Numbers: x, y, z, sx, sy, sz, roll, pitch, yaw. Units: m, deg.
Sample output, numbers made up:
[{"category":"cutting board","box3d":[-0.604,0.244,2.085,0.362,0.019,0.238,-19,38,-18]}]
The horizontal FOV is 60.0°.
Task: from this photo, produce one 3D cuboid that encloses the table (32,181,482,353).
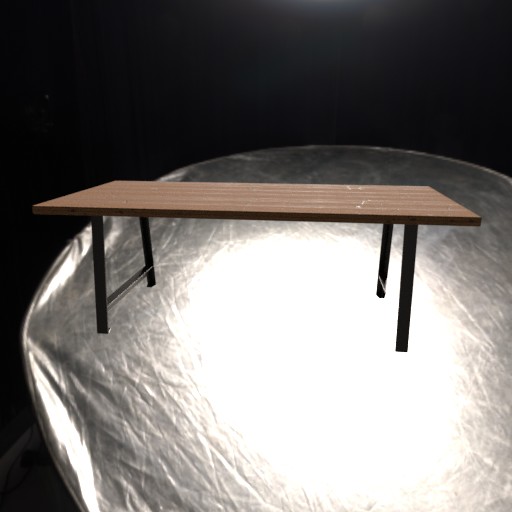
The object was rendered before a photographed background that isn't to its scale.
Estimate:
[{"category":"table","box3d":[0.000,0.000,2.730,2.200,0.757,1.000,2,17,7]}]
